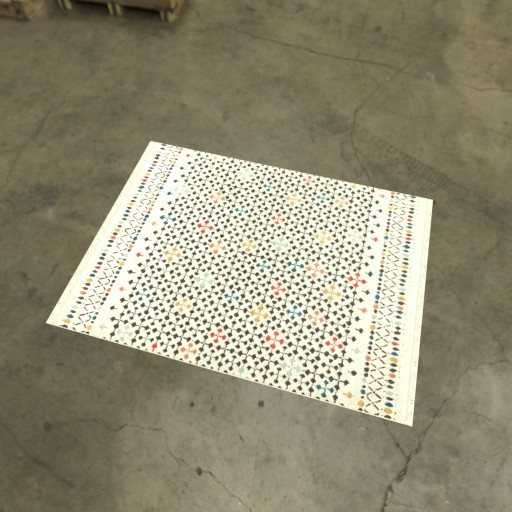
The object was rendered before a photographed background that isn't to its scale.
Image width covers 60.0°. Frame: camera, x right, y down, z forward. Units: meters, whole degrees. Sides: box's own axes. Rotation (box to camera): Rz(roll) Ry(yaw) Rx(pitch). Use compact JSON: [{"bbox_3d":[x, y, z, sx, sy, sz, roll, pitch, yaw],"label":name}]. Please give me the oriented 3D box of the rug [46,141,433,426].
[{"bbox_3d":[0.000,0.000,2.088,1.556,0.006,1.146,13,59,8],"label":"rug"}]
